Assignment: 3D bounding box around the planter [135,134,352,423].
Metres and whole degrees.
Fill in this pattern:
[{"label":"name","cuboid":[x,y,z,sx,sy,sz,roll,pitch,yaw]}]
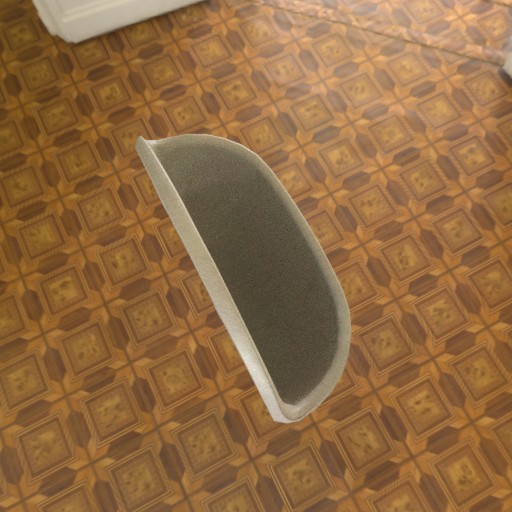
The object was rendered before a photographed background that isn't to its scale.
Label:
[{"label":"planter","cuboid":[0.000,0.000,0.272,0.073,0.164,0.190,-27,75,-8]}]
